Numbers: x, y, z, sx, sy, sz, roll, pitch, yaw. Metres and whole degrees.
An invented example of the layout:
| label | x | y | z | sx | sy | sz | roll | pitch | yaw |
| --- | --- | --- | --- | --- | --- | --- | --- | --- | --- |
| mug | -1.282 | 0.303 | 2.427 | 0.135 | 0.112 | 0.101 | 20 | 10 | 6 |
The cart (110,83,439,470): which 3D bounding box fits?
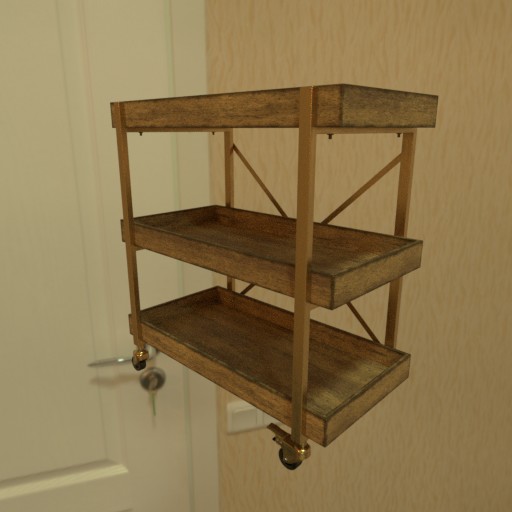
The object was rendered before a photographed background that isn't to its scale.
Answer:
| label | x | y | z | sx | sy | sz | roll | pitch | yaw |
| --- | --- | --- | --- | --- | --- | --- | --- | --- | --- |
| cart | 0.000 | 0.000 | 1.196 | 0.750 | 0.799 | 0.416 | 15 | 22 | 42 |
